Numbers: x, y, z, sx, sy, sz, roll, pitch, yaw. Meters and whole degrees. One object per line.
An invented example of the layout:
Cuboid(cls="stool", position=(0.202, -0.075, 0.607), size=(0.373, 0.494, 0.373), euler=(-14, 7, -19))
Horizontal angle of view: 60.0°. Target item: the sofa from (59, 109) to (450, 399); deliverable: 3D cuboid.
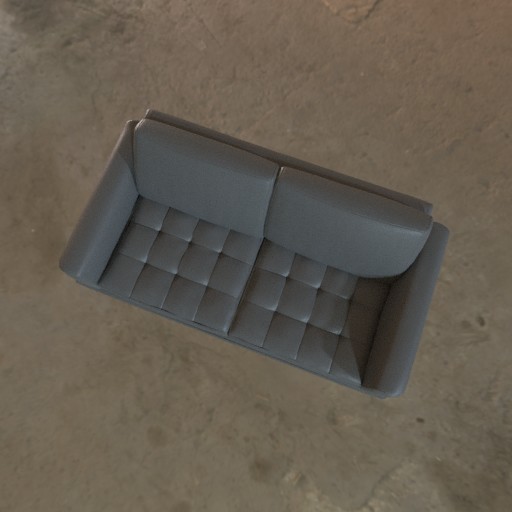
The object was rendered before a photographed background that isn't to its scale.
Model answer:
Cuboid(cls="sofa", position=(0.000, 0.000, 2.782), size=(2.177, 0.930, 1.121), euler=(20, 76, 5))
